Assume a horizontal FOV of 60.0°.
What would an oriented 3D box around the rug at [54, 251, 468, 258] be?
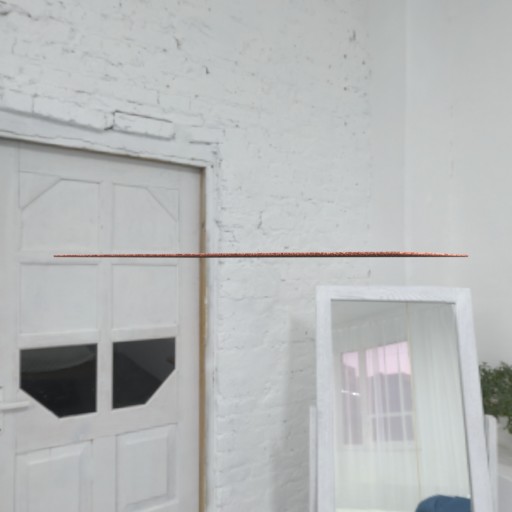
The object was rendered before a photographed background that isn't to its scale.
[{"bbox_3d":[0.000,0.000,3.064,2.438,0.015,1.524,0,-1,35],"label":"rug"}]
